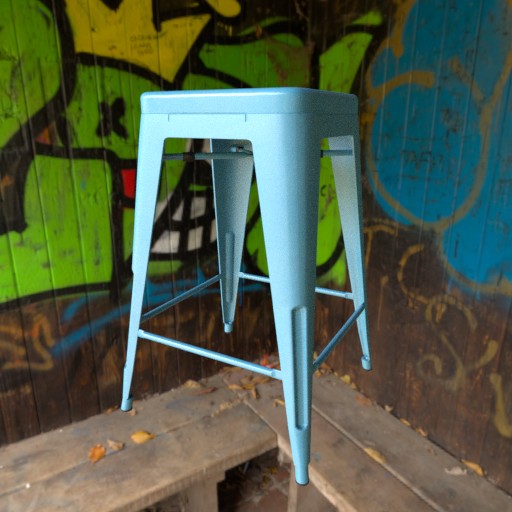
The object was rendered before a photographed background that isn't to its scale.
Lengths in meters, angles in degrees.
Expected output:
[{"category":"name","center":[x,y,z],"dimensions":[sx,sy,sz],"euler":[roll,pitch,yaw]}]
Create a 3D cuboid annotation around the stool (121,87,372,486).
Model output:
[{"category":"stool","center":[0.000,0.000,0.884],"dimensions":[0.410,0.608,0.410],"euler":[9,20,27]}]
